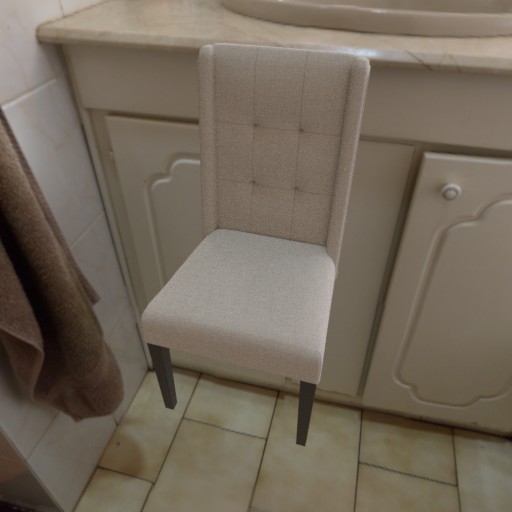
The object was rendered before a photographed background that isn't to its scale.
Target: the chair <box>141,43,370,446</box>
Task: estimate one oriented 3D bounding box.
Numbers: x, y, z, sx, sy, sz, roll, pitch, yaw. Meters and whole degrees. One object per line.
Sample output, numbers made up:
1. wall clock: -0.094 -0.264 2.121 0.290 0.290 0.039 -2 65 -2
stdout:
1. chair: 0.000 0.000 1.231 0.474 0.961 0.523 11 40 13
